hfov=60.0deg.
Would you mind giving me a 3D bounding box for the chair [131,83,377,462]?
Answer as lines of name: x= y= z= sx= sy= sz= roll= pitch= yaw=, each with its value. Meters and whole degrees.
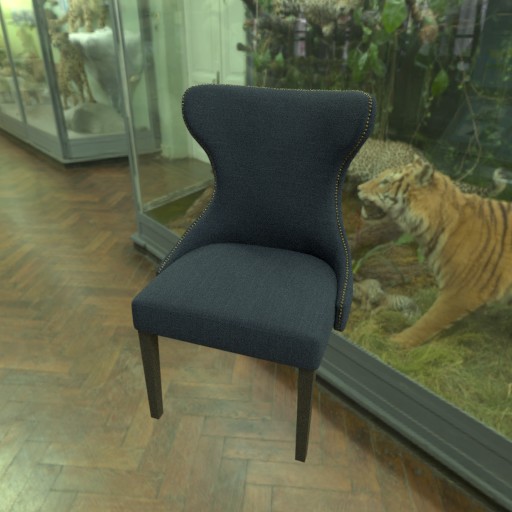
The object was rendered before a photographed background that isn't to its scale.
chair: x=0.000 y=0.000 z=1.402 sx=0.628 sy=0.967 sz=0.635 roll=9 pitch=28 yaw=17
